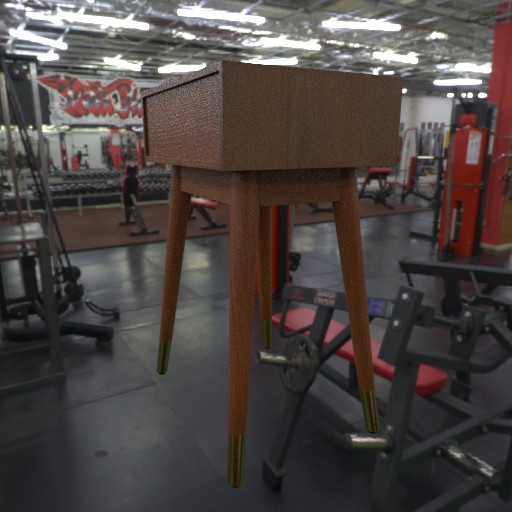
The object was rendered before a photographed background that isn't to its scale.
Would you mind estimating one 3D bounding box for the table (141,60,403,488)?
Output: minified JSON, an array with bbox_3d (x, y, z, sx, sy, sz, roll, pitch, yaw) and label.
[{"bbox_3d":[0.000,0.000,0.828,0.300,0.599,0.406,-7,16,-27],"label":"table"}]
